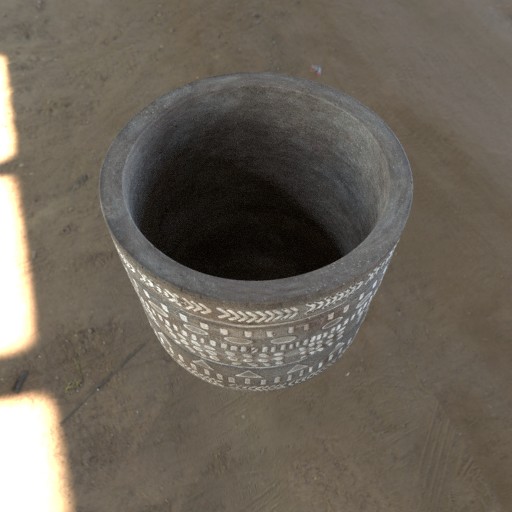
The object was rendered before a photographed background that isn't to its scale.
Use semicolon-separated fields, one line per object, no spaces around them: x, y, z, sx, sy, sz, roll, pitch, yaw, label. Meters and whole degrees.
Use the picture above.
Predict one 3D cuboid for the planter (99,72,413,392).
0.000;0.000;0.225;0.122;0.128;0.122;0;56;0;planter
